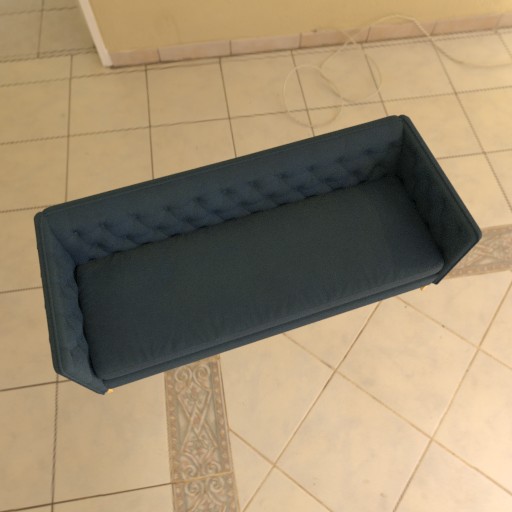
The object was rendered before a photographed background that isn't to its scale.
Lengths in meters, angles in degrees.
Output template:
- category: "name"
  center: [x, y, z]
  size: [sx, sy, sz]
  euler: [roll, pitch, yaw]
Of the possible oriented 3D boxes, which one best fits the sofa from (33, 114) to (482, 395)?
- category: "sofa"
  center: [0.000, 0.000, 2.604]
  size: [2.209, 0.771, 0.895]
  euler: [-17, 65, -8]
